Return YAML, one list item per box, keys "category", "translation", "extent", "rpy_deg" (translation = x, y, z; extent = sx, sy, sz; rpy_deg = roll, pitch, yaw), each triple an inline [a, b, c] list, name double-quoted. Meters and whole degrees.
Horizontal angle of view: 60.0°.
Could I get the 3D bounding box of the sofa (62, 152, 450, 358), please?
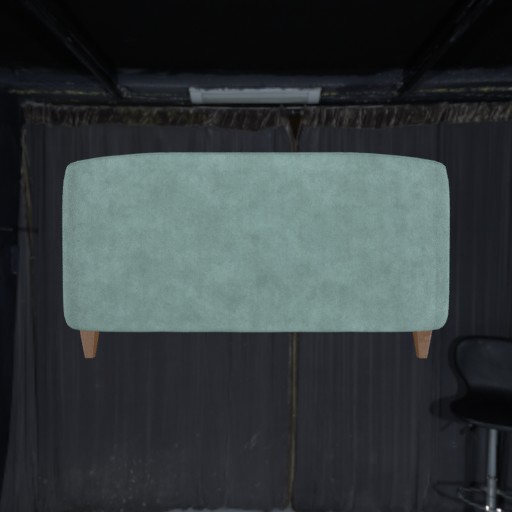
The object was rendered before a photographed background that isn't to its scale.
- category: "sofa"
  translation: [0.000, 0.000, 2.239]
  extent: [1.733, 0.855, 0.941]
  rpy_deg: [0, 1, 0]
